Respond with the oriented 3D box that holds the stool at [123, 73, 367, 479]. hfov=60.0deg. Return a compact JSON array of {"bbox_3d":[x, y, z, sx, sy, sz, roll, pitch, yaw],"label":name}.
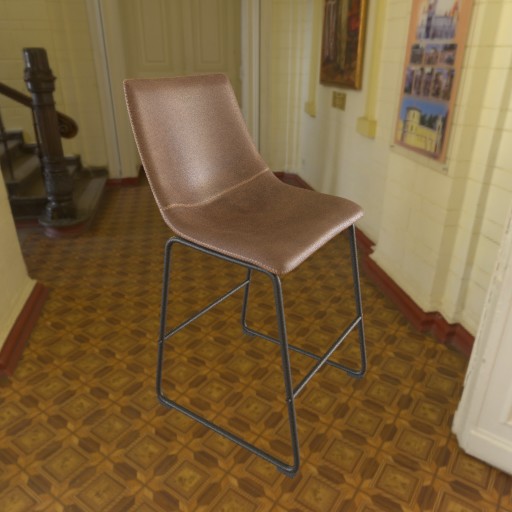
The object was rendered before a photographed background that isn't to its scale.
[{"bbox_3d":[0.000,0.000,1.199,0.550,0.890,0.460,16,30,30],"label":"stool"}]
